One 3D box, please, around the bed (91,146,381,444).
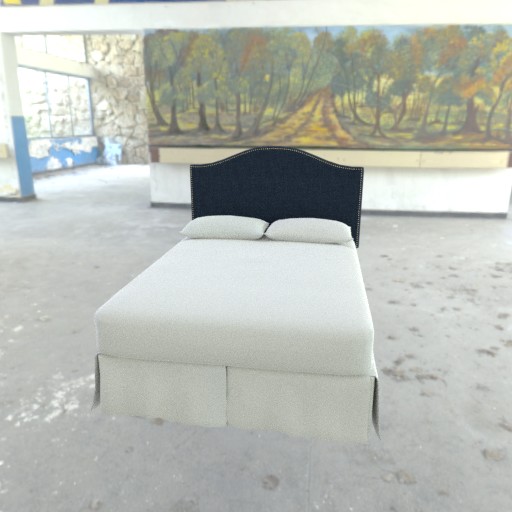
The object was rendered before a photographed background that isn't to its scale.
[{"bbox_3d":[0.000,0.000,3.353,1.725,1.518,2.153,3,17,8],"label":"bed"}]
